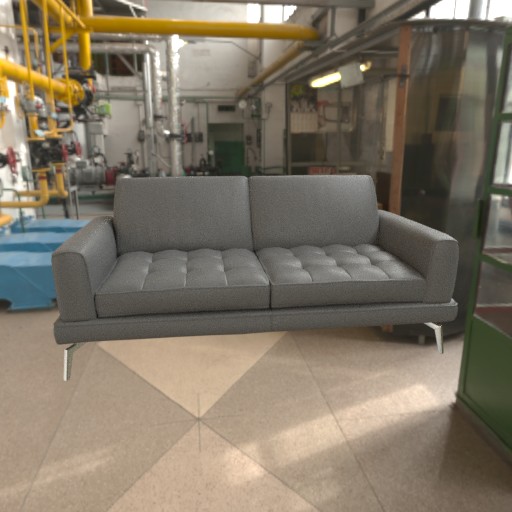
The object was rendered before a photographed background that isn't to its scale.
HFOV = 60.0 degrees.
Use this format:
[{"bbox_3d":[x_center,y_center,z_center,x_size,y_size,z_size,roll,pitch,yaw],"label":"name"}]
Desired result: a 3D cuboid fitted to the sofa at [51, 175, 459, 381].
[{"bbox_3d":[0.000,0.000,2.769,2.177,0.930,1.121,-2,15,-7],"label":"sofa"}]
